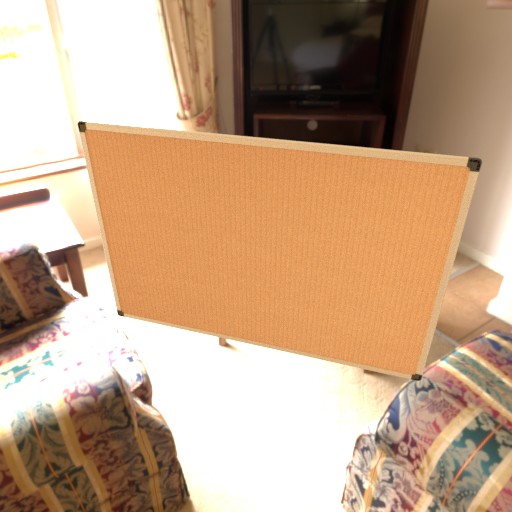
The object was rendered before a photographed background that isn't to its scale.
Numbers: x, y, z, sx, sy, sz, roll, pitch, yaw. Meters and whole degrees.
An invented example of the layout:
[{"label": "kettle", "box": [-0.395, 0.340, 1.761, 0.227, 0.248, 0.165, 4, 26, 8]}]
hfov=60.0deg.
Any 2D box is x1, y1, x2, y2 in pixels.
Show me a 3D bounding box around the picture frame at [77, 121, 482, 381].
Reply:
[{"label": "picture frame", "box": [0.000, 0.000, 1.110, 0.900, 0.600, 0.010, 9, 33, 15]}]
